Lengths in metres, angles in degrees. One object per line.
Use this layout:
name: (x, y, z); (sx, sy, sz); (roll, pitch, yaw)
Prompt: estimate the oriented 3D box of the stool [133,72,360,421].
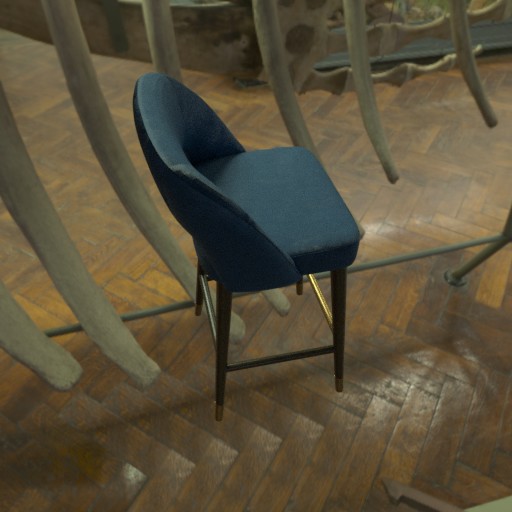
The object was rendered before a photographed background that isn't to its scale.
stool: (0.000, 0.000, 1.288); (0.515, 1.016, 0.514); (-10, 47, -10)
